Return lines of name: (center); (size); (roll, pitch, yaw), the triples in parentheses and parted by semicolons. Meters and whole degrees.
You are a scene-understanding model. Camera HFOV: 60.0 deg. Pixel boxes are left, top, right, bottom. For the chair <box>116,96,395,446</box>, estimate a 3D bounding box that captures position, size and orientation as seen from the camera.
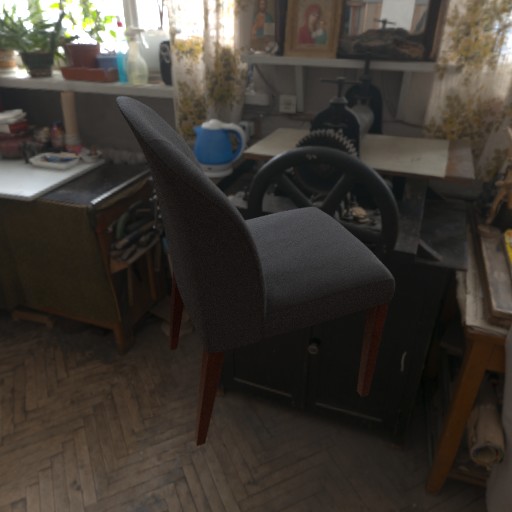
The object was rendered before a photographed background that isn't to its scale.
chair: (0.000, 0.000, 1.242); (0.619, 0.879, 0.506); (-10, 32, -17)
